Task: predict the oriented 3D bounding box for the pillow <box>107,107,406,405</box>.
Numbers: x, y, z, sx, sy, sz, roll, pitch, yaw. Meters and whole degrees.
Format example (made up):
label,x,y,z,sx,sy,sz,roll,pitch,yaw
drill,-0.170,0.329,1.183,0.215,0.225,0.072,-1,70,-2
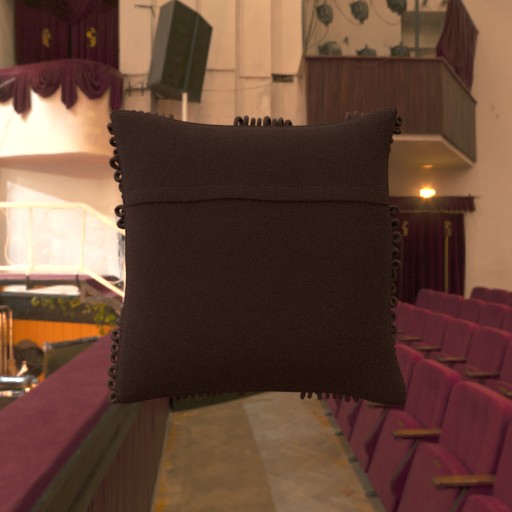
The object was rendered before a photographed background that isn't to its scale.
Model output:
label,x,y,z,sx,sy,sz,roll,pitch,yaw
pillow,0.000,0.000,0.701,0.470,0.467,0.172,0,0,-1
